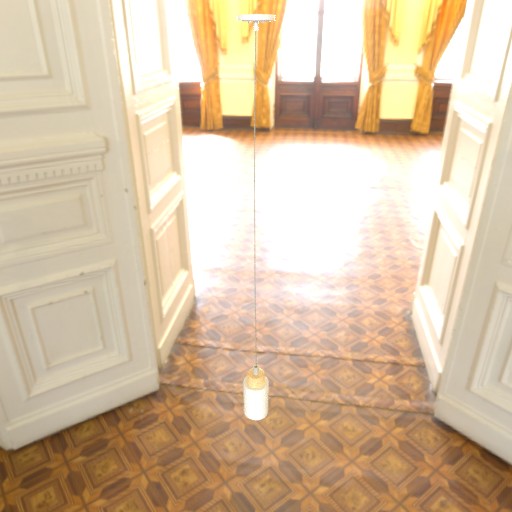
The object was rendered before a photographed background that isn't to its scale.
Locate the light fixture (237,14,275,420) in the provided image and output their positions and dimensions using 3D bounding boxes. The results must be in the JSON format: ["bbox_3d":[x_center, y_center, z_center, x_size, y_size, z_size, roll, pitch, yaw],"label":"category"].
[{"bbox_3d":[0.000,0.000,1.880,0.125,1.798,0.125,-19,33,-33],"label":"light fixture"}]
